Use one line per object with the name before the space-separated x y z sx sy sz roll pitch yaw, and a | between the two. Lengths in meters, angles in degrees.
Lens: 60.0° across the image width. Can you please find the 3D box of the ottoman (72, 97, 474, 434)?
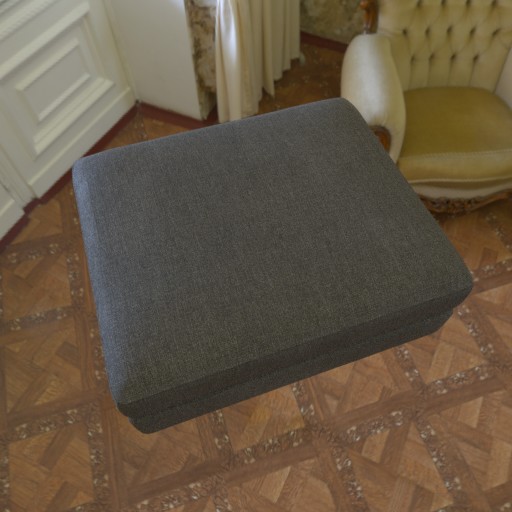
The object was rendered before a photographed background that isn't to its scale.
ottoman | 0.000 0.000 1.226 0.821 0.474 0.693 -17 59 -10
